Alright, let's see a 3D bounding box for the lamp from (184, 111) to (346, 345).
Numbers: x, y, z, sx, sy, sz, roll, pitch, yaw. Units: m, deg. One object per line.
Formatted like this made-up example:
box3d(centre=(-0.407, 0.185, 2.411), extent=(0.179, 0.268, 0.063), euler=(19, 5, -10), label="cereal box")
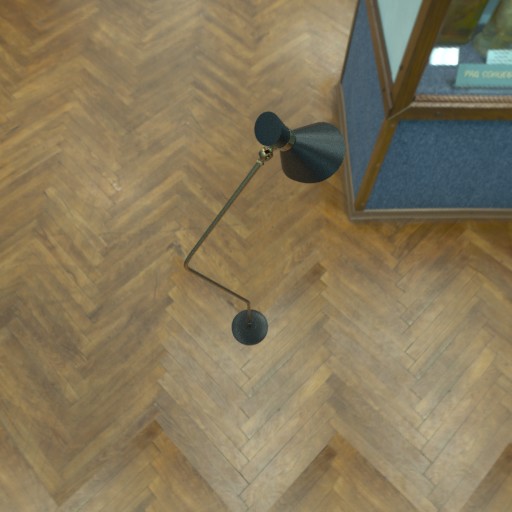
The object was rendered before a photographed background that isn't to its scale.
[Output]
box3d(centre=(0.000, 0.000, 1.655), extent=(0.467, 1.438, 0.277), euler=(2, 63, 1), label="lamp")
